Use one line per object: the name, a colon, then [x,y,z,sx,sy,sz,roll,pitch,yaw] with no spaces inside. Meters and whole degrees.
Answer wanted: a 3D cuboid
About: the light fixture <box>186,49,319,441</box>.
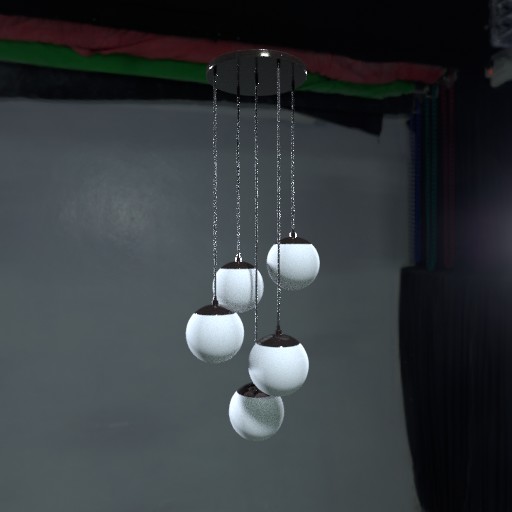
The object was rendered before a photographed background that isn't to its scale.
light fixture: [0.000,0.000,1.532,0.489,1.271,0.484,0,1,-18]
